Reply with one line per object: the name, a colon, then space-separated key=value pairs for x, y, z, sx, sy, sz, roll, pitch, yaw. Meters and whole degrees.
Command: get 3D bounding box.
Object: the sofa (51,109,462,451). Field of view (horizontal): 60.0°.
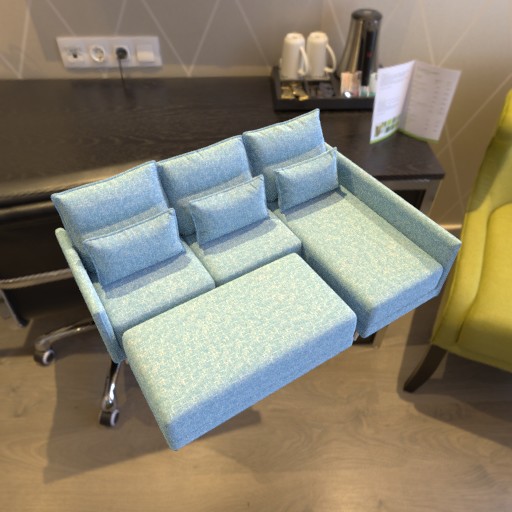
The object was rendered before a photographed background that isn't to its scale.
sofa: x=0.000 y=0.000 z=2.791 sx=2.034 sy=0.899 sz=1.420 roll=-24 pitch=51 yaw=-22
